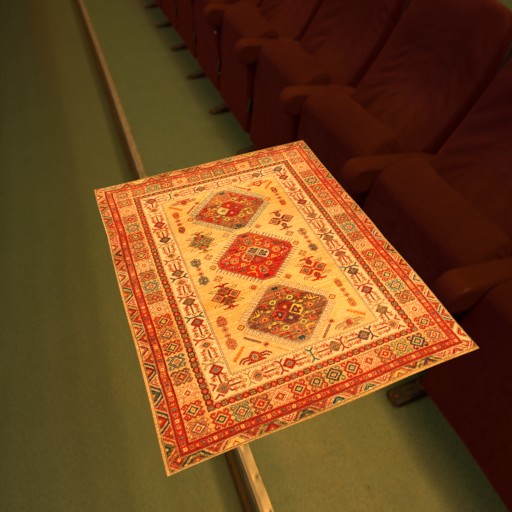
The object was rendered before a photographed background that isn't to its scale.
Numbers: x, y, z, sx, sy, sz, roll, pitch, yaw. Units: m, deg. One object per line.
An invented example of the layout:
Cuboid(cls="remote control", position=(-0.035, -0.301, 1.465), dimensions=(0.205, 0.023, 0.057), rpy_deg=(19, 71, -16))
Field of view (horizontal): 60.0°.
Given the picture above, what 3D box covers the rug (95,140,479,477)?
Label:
Cuboid(cls="rug", position=(0.000, 0.000, 4.048), dimensions=(2.460, 0.005, 3.067), rpy_deg=(-17, 50, -15))
